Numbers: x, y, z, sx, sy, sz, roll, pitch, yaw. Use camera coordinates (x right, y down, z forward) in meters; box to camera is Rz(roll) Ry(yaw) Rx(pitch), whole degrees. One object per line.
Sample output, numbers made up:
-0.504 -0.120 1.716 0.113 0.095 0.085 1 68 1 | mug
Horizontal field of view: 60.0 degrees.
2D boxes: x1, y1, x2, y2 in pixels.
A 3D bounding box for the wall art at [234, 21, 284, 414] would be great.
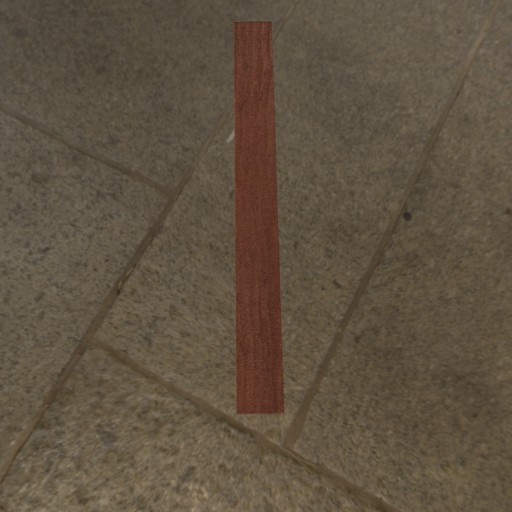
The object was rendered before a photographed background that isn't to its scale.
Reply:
0.000 0.000 0.622 0.039 0.449 0.377 -1 76 0 | wall art
